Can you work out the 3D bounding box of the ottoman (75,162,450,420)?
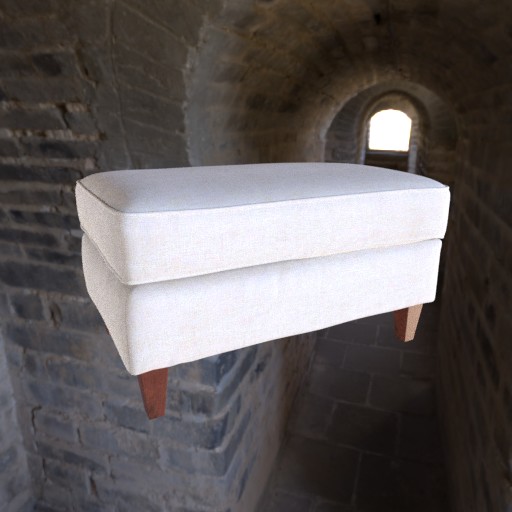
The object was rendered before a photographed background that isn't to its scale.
[{"bbox_3d":[0.000,0.000,1.235,0.862,0.484,0.583,-9,19,-27],"label":"ottoman"}]
